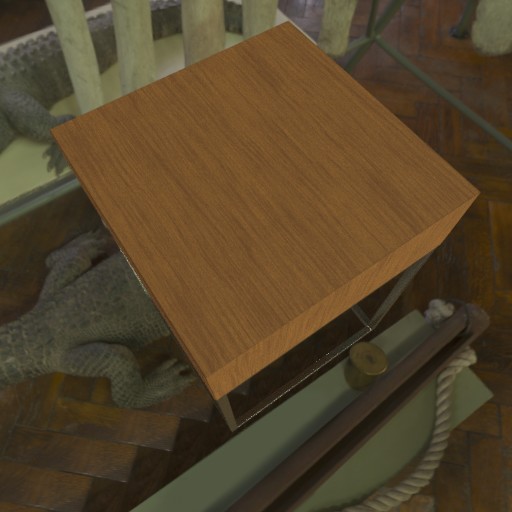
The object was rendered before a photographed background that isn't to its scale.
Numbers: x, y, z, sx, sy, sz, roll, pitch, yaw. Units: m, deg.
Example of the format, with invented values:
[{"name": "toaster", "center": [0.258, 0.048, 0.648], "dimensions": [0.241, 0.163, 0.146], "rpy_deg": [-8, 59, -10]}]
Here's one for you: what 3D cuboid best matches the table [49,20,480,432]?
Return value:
[{"name": "table", "center": [0.000, 0.000, 0.808], "dimensions": [0.398, 0.540, 0.397], "rpy_deg": [-32, 67, -15]}]
